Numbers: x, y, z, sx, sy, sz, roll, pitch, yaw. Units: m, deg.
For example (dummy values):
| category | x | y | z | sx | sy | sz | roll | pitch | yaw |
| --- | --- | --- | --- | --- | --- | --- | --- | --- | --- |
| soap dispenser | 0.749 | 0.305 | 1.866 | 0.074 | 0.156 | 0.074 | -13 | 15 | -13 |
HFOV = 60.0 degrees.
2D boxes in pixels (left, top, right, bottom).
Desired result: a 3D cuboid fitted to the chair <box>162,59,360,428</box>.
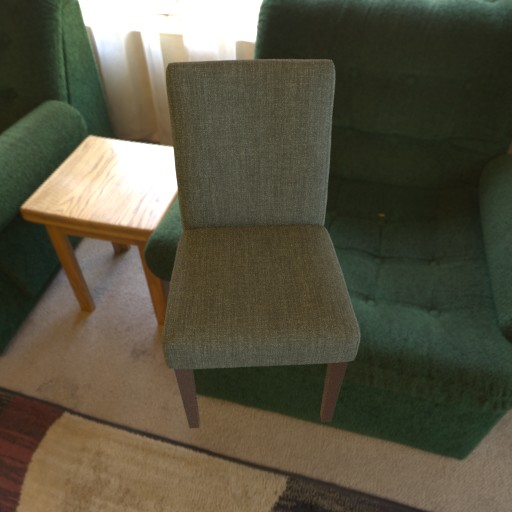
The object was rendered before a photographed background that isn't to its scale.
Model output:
| category | x | y | z | sx | sy | sz | roll | pitch | yaw |
| --- | --- | --- | --- | --- | --- | --- | --- | --- | --- |
| chair | 0.000 | 0.000 | 1.265 | 0.487 | 0.884 | 0.629 | -2 | 46 | -2 |
